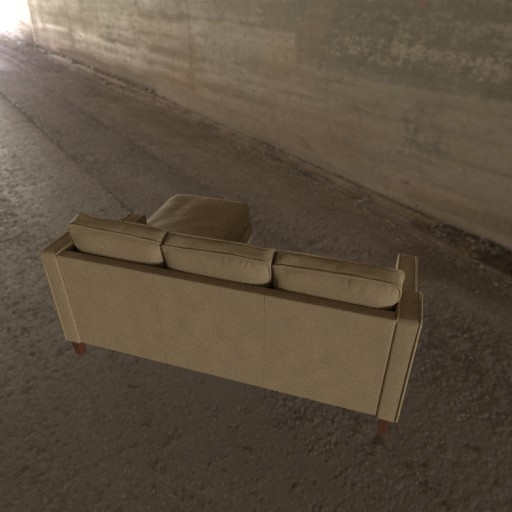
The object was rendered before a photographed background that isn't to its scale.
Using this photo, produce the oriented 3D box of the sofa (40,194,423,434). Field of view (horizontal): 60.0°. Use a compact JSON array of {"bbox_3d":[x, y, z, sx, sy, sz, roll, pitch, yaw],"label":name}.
[{"bbox_3d":[0.000,0.000,3.407,2.317,1.066,1.858,10,32,15],"label":"sofa"}]
